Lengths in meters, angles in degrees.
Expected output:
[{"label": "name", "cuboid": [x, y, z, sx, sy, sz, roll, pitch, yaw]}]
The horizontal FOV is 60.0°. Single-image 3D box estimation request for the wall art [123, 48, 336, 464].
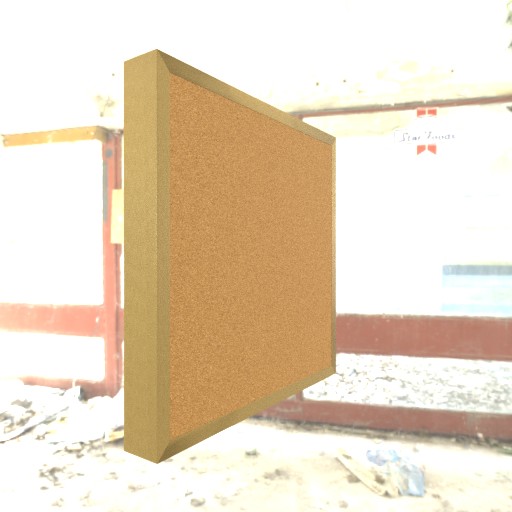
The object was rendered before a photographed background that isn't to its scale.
[{"label": "wall art", "cuboid": [0.000, 0.000, 0.460, 0.038, 0.305, 0.304, 0, 0, 35]}]
